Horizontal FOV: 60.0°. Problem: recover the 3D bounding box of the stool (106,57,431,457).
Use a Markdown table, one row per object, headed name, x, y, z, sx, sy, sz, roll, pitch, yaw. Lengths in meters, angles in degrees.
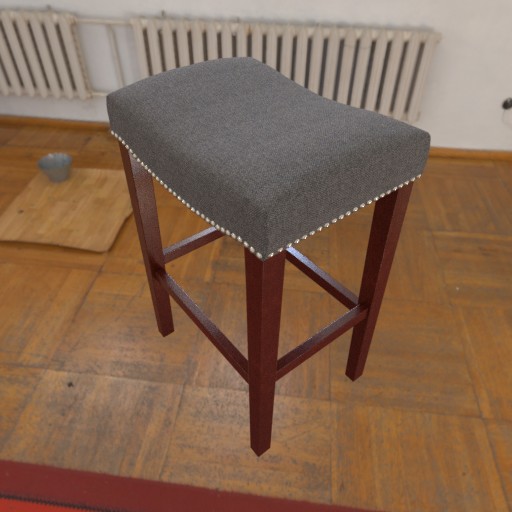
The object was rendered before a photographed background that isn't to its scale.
| name | x | y | z | sx | sy | sz | roll | pitch | yaw |
| --- | --- | --- | --- | --- | --- | --- | --- | --- | --- |
| stool | 0.000 | 0.000 | 1.022 | 0.372 | 0.742 | 0.504 | -28 | 49 | -28 |
